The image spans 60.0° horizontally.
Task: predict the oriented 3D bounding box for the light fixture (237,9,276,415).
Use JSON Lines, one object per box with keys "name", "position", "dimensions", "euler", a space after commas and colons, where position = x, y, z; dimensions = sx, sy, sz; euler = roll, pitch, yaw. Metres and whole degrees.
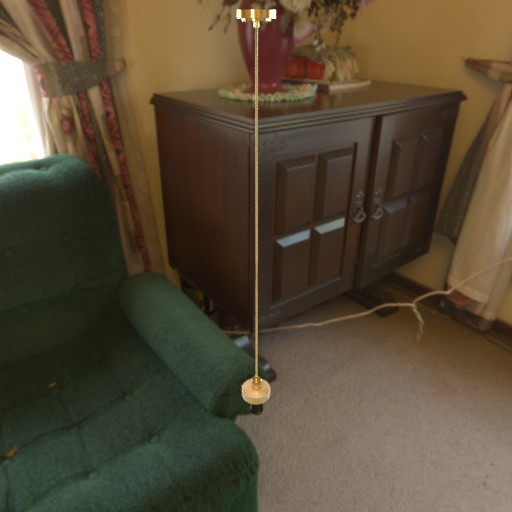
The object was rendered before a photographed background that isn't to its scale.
{"name": "light fixture", "position": [0.000, 0.000, 1.721], "dimensions": [0.129, 1.669, 0.129], "euler": [18, 32, 32]}
